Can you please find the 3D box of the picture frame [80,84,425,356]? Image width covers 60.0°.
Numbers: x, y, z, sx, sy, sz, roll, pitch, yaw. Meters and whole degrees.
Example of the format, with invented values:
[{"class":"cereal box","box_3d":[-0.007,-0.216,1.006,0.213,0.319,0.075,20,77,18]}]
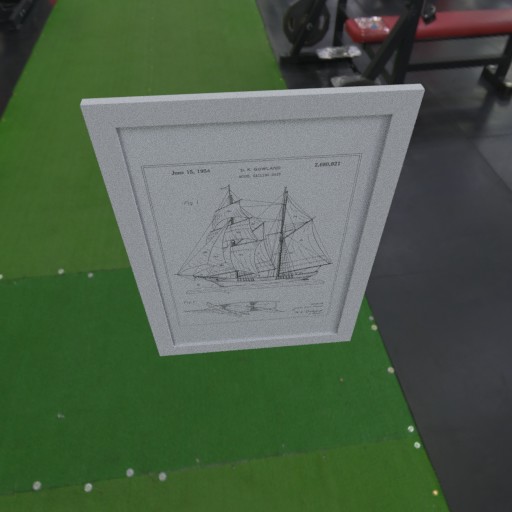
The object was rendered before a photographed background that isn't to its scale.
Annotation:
[{"class":"picture frame","box_3d":[0.000,0.000,0.591,0.326,0.459,0.011,-4,48,-3]}]
